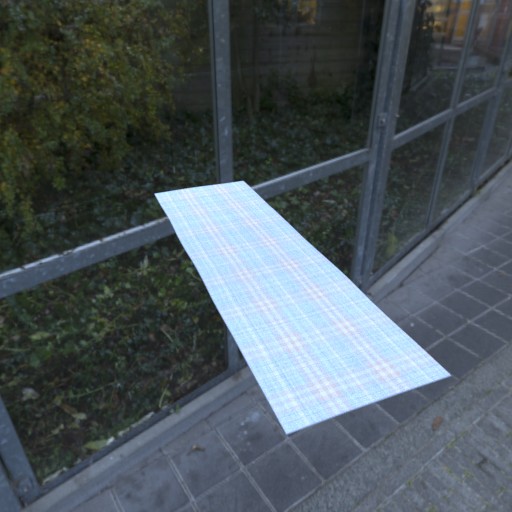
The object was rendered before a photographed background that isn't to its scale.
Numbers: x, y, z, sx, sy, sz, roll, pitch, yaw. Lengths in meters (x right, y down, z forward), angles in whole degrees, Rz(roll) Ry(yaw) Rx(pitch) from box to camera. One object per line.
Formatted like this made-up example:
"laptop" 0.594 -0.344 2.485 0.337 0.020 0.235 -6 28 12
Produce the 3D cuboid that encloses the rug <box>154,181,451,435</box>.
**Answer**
"rug" 0.000 0.000 2.695 0.762 0.013 2.439 -12 32 -19
